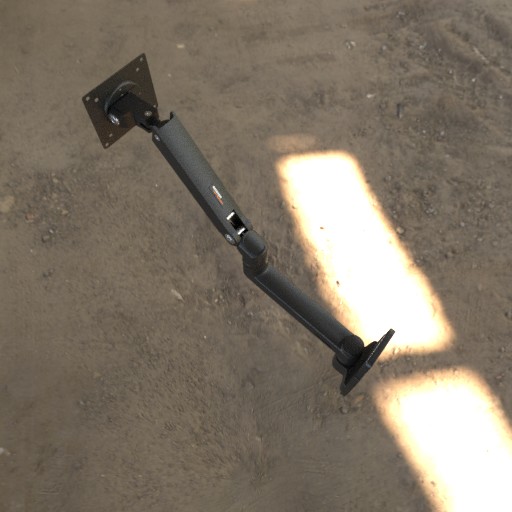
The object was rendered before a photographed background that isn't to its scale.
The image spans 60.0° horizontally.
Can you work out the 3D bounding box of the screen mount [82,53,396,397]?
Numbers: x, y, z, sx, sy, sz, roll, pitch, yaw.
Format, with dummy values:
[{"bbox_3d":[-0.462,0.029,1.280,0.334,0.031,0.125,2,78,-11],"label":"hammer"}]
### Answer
[{"bbox_3d":[0.000,0.000,0.733,0.495,0.466,0.115,36,68,17],"label":"screen mount"}]
